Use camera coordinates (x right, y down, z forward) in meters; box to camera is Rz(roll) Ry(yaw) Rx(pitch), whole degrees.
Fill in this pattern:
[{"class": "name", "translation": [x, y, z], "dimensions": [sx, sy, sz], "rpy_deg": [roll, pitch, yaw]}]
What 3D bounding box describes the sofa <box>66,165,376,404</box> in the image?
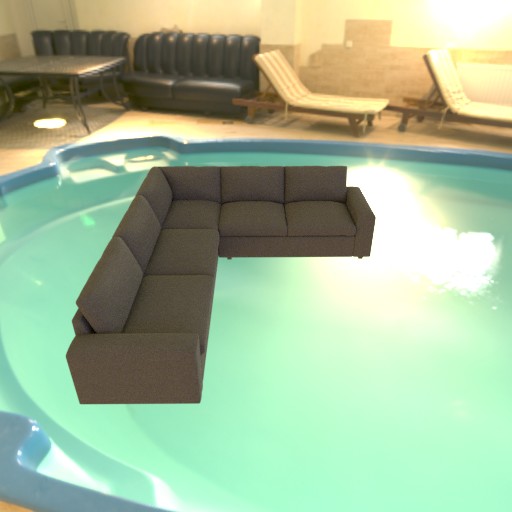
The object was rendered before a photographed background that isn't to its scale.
[{"class": "sofa", "translation": [0.000, 0.000, 4.790], "dimensions": [2.895, 0.965, 3.277], "rpy_deg": [0, 31, 0]}]
